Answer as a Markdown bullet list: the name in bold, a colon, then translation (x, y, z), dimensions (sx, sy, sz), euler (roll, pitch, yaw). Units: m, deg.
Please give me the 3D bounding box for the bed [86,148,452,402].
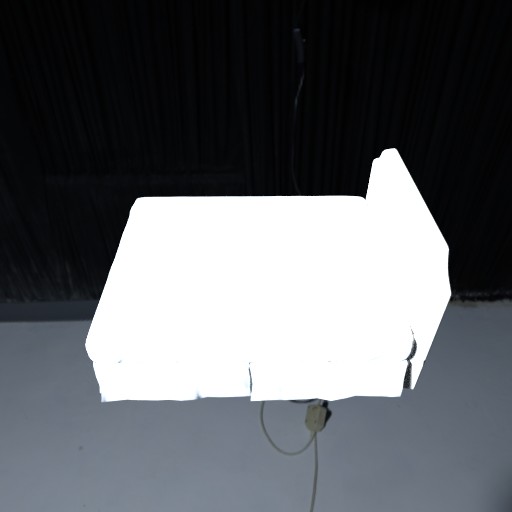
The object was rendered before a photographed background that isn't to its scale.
- **bed**: translation (0.000, 0.000, 3.763), dimensions (2.498, 1.293, 1.977), euler (0, 41, 0)
